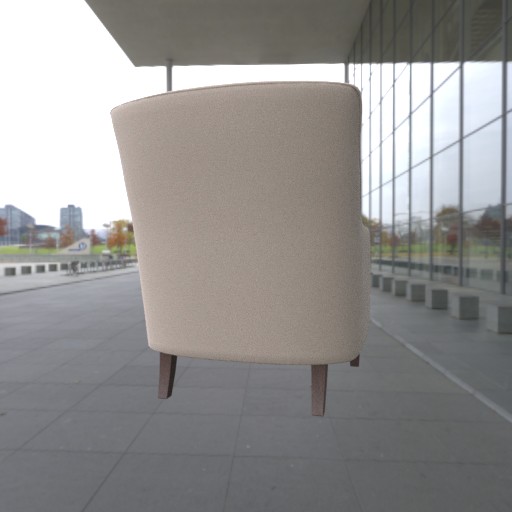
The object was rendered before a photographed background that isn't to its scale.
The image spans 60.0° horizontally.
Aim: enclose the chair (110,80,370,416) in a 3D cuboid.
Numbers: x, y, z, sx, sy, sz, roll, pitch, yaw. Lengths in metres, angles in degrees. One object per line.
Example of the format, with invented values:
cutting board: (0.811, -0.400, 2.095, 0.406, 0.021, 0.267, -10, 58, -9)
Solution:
chair: (0.000, 0.000, 1.550, 0.756, 0.916, 0.879, 0, 1, 17)
